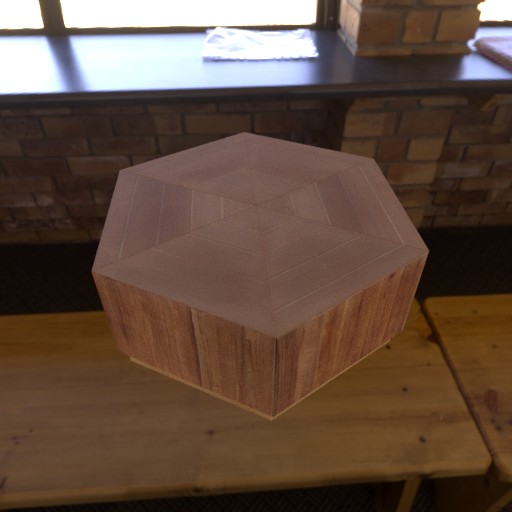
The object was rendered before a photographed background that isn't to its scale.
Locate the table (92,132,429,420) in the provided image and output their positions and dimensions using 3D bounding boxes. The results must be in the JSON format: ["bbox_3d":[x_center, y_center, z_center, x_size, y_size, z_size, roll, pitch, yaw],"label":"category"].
[{"bbox_3d":[0.000,0.000,1.671,1.154,0.456,1.000,-25,46,-26],"label":"table"}]
